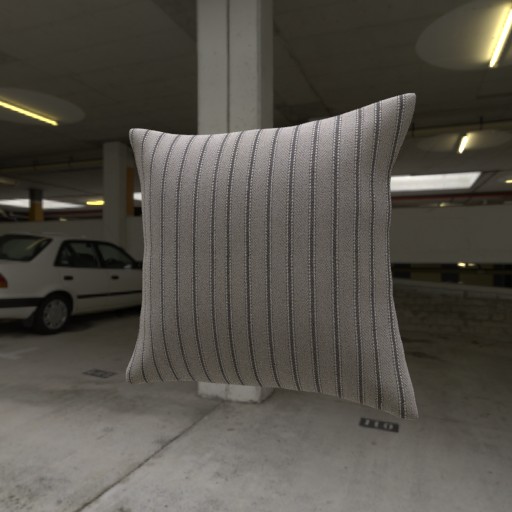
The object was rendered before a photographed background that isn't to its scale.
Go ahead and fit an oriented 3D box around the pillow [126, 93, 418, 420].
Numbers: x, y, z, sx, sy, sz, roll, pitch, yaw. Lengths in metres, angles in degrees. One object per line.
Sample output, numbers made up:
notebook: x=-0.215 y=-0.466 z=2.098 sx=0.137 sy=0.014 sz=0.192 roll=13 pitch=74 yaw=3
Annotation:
pillow: x=0.000 y=0.000 z=0.680 sx=0.468 sy=0.444 sz=0.138 roll=0 pitch=0 yaw=20
